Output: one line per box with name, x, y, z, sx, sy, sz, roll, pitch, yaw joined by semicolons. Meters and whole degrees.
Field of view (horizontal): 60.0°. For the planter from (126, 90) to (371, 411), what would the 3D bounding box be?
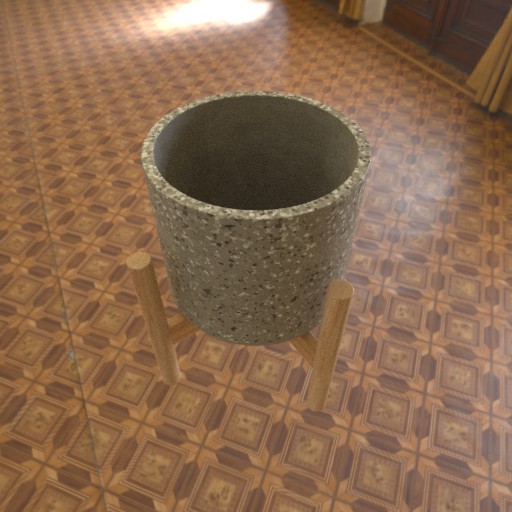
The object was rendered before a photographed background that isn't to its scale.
planter;0.000;0.000;0.550;0.284;0.320;0.284;-9;47;-8
